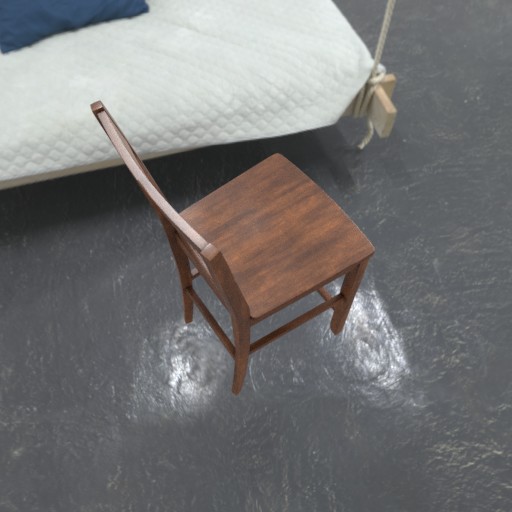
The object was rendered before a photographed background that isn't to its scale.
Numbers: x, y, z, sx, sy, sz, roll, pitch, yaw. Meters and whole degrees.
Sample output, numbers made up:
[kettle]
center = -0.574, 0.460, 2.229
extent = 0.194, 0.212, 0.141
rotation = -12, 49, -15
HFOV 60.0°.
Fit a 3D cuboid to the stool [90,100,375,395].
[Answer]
[stool]
center = 0.000, 0.000, 1.348
extent = 0.539, 1.079, 0.462
rotation = -31, 64, -18
